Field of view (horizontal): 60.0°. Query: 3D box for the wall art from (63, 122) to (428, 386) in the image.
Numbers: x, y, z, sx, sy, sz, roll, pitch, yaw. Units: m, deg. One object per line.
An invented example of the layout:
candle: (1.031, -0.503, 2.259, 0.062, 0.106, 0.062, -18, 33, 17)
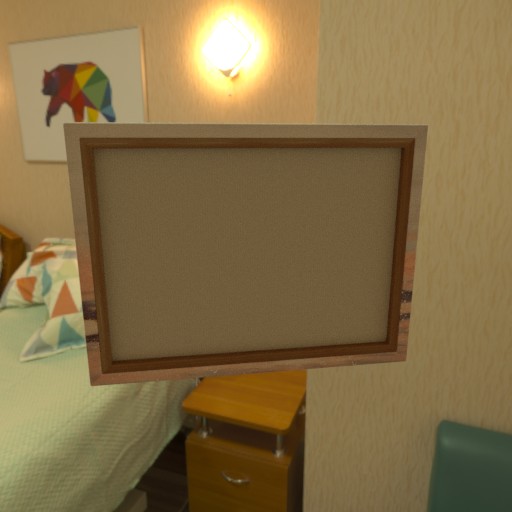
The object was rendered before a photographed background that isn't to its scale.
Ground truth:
wall art: (0.000, 0.000, 1.331, 1.015, 0.763, 0.038, -2, 15, -9)
